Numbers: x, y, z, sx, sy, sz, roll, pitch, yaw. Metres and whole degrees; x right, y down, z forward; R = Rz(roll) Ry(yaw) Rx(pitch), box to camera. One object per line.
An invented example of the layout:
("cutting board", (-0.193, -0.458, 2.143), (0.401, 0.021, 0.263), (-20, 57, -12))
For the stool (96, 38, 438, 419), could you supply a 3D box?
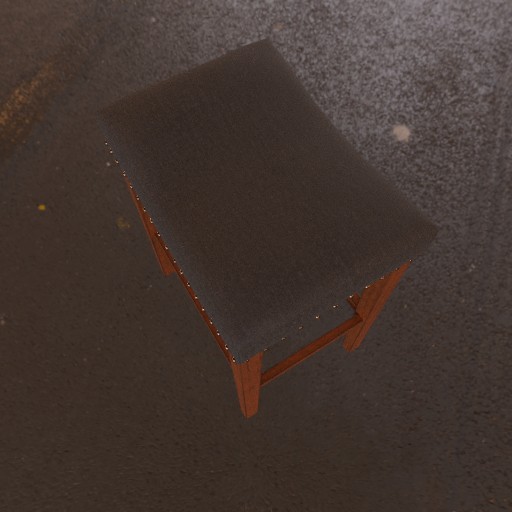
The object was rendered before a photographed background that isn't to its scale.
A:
("stool", (0.000, 0.000, 0.856), (0.320, 0.612, 0.439), (-29, 68, -13))
